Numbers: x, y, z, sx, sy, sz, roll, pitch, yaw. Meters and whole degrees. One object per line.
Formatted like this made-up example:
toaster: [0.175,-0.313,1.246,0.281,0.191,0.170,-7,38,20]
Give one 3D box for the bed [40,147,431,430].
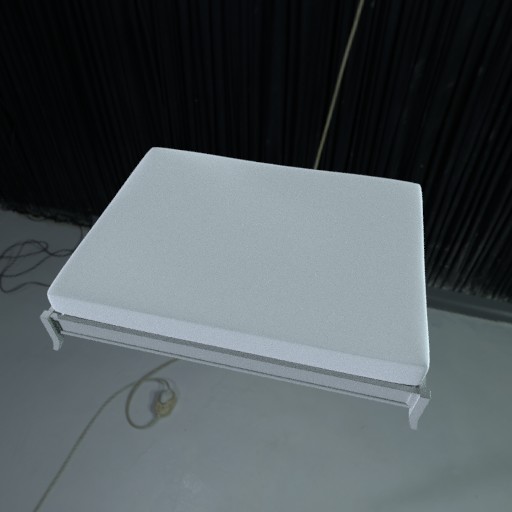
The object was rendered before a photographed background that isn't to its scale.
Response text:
bed: [0.000,0.000,2.845,2.108,0.510,1.604,10,46,9]
